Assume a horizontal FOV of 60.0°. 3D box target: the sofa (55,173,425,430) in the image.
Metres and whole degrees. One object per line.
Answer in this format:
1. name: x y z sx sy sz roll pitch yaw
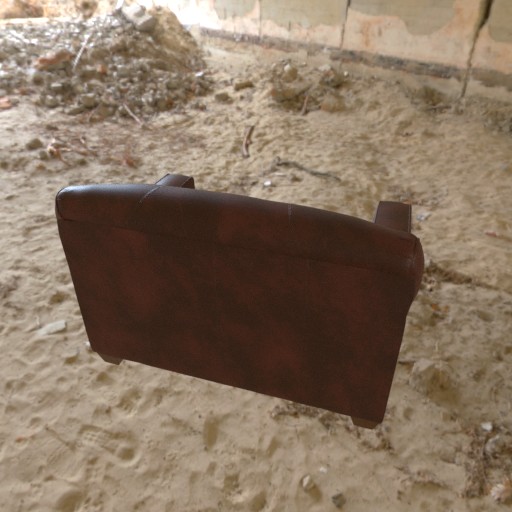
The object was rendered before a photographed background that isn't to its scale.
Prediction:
1. sofa: 0.000 0.000 2.142 1.413 0.956 1.000 10 33 15
